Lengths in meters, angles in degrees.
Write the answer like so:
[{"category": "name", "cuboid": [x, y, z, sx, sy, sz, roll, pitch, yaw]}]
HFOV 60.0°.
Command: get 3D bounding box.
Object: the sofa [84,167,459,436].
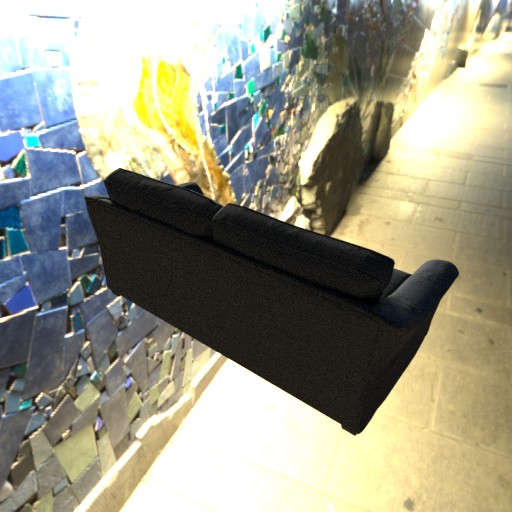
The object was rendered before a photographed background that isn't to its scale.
[{"category": "sofa", "cuboid": [0.000, 0.000, 2.836, 2.270, 0.950, 0.971, 22, 36, 33]}]
